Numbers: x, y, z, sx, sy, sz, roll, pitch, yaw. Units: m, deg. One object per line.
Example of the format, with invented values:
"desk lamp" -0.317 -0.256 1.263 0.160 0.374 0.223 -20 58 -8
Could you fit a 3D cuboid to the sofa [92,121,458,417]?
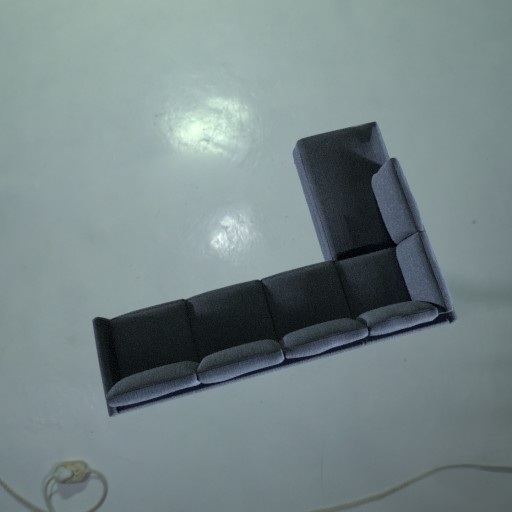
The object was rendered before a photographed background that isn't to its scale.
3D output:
"sofa" 0.000 0.000 3.938 2.949 0.815 2.007 -15 77 -4
